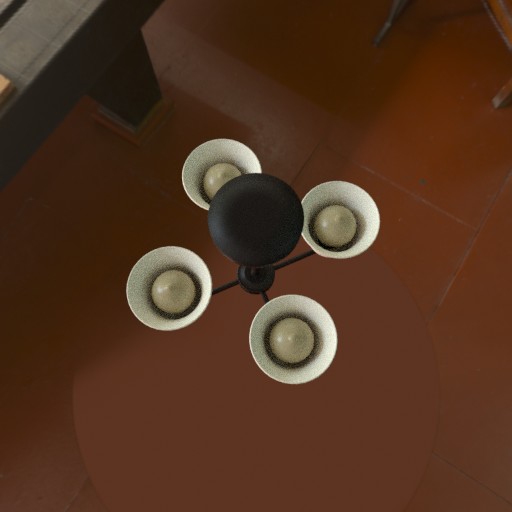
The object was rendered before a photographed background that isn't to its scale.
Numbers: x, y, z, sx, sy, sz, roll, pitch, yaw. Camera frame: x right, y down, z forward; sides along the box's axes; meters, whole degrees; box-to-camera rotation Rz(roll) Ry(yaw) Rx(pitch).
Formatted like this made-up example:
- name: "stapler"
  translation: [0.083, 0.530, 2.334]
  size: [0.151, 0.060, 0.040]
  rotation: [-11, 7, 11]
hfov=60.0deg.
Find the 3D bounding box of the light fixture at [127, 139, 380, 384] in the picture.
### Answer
- name: "light fixture"
  translation: [0.000, 0.000, 1.825]
  size: [1.069, 0.925, 1.069]
  rotation: [-22, 76, -6]
